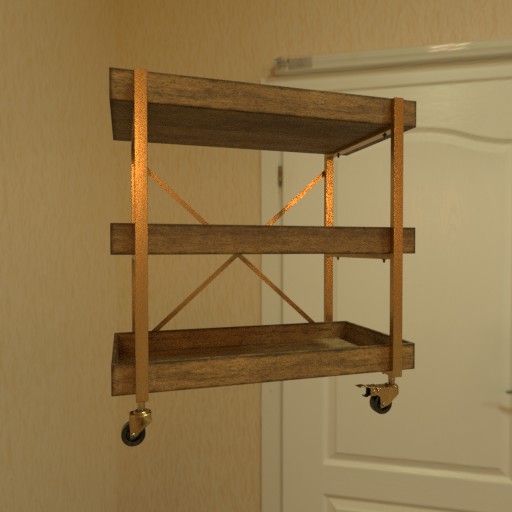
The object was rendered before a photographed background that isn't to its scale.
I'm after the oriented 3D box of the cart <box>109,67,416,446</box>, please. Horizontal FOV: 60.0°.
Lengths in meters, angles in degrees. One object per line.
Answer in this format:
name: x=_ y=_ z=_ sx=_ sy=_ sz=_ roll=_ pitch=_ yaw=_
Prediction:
cart: x=0.000 y=0.000 z=1.216 sx=0.750 sy=0.799 sz=0.416 roll=0 pitch=1 yaw=-17
